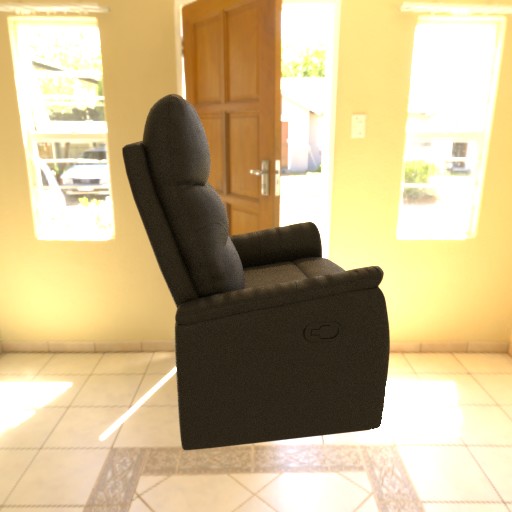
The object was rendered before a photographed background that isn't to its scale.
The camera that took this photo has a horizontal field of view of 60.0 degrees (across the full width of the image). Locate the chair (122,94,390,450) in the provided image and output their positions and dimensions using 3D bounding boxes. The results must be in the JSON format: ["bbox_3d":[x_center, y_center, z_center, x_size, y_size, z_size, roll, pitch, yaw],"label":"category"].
[{"bbox_3d":[0.000,0.000,1.629,0.831,1.082,0.775,-3,16,-9],"label":"chair"}]
